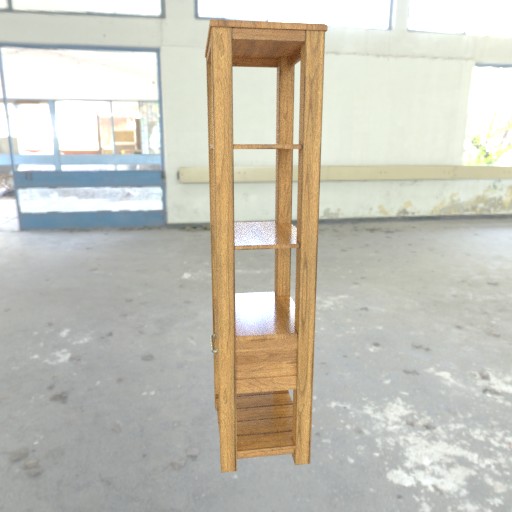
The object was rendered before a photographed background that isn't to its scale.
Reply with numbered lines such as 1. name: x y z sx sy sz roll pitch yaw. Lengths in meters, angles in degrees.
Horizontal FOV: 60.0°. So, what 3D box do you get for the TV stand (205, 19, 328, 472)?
1. TV stand: 0.000 0.000 2.037 0.435 1.828 0.565 -2 14 -8
